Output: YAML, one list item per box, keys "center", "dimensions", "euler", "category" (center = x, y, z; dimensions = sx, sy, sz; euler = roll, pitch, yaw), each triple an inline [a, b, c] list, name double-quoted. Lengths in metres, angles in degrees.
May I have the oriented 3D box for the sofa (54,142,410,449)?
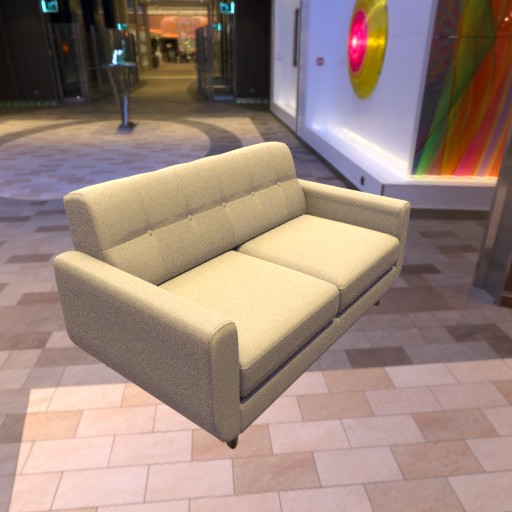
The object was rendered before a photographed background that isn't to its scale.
- center: [0.000, 0.000, 2.250]
  dimensions: [0.980, 0.892, 1.655]
  euler: [18, 31, 34]
  category: "sofa"
